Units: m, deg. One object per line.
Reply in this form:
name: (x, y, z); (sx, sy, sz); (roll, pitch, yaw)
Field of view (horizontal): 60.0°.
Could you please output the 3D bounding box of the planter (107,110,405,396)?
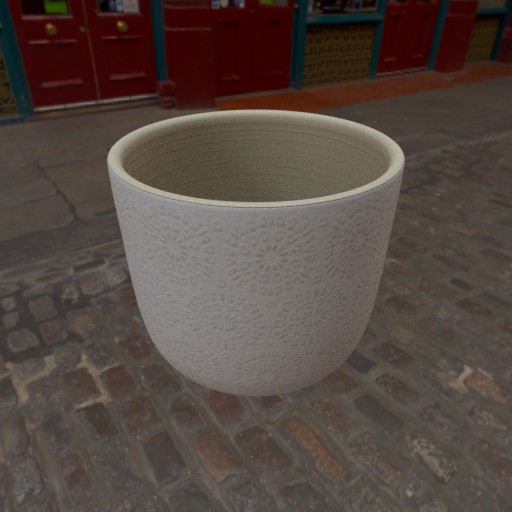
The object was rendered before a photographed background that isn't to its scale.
planter: (0.000, 0.000, 0.370); (0.208, 0.190, 0.208); (0, 32, 0)
